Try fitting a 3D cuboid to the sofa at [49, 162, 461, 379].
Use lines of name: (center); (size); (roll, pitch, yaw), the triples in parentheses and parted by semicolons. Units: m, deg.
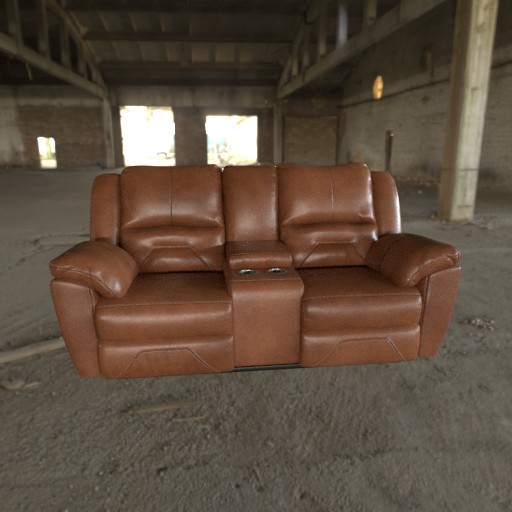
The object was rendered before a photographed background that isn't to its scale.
sofa: (0.000, 0.000, 2.605); (2.058, 1.043, 0.991); (-2, 14, -7)
